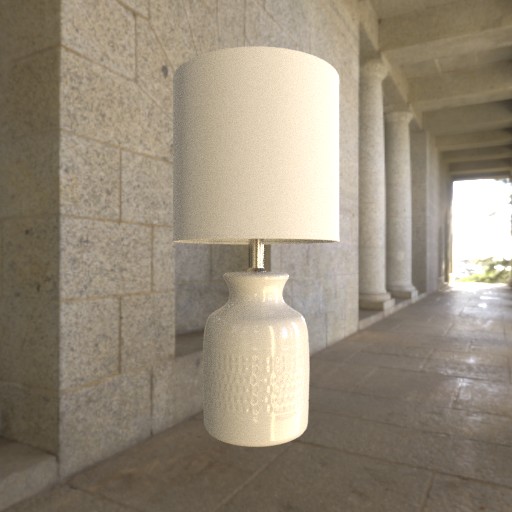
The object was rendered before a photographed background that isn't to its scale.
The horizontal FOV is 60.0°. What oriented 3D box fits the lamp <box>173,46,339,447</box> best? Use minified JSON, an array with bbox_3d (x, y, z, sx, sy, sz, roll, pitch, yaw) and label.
[{"bbox_3d":[0.000,0.000,0.508,0.188,0.392,0.188,0,0,-1],"label":"lamp"}]
